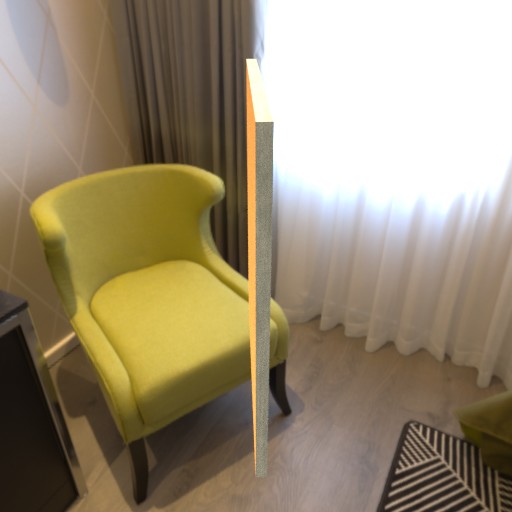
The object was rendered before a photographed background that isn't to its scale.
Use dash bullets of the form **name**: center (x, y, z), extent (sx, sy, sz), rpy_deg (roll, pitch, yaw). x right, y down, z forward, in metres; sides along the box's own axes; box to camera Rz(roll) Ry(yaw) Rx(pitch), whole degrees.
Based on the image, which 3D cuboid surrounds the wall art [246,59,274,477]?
- **wall art**: center (0.000, 0.000, 0.823), extent (0.020, 0.613, 0.481), rpy_deg (-1, 31, -2)
